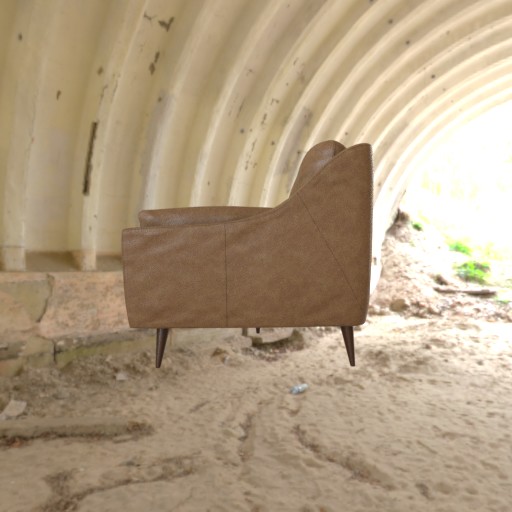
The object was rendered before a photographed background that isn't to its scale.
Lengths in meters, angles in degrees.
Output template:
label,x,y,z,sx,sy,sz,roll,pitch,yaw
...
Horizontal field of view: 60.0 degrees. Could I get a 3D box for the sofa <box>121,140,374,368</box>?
label,x,y,z,sx,sy,sz,roll,pitch,yaw
sofa,0.000,0.000,2.405,0.904,0.839,1.902,0,-1,2
